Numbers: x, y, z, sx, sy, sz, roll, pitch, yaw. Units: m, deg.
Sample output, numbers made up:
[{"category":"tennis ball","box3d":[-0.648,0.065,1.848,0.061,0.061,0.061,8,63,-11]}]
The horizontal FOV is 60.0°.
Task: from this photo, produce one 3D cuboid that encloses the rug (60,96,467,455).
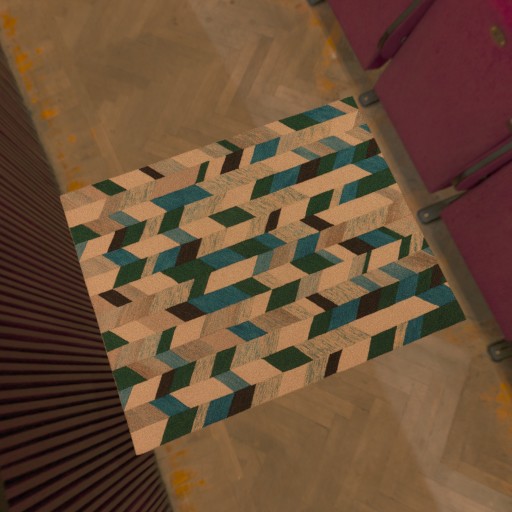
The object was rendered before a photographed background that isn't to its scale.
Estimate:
[{"category":"rug","box3d":[0.000,0.000,4.039,3.036,0.008,2.440,-21,76,-5]}]
